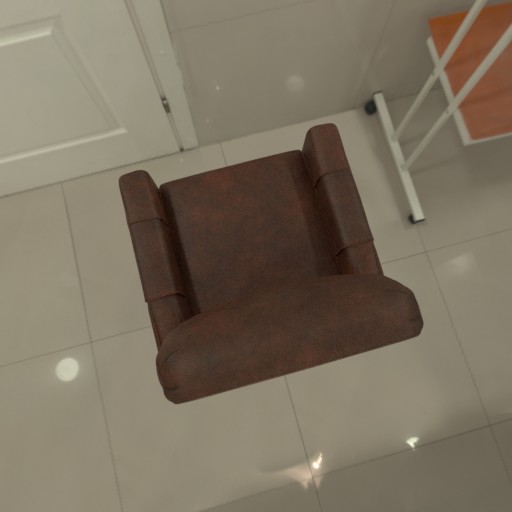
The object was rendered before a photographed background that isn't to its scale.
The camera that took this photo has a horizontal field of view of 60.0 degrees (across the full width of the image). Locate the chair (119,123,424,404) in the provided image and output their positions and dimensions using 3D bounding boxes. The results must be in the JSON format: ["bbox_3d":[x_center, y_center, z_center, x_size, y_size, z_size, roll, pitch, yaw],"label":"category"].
[{"bbox_3d":[0.000,0.000,1.656,0.843,1.043,0.836,-15,77,-3],"label":"chair"}]
